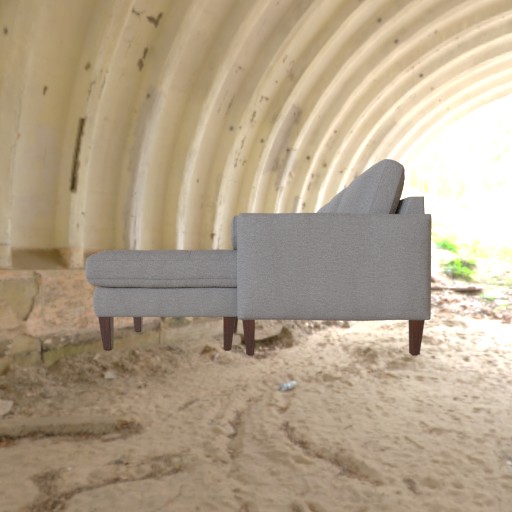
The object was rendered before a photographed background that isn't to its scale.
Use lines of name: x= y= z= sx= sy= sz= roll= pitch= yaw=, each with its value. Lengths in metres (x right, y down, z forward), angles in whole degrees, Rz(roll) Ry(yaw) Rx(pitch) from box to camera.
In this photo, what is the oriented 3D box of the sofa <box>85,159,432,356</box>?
sofa: x=0.000 y=0.000 z=2.957 sx=1.506 sy=0.875 sz=2.178 roll=0 pitch=0 yaw=0
